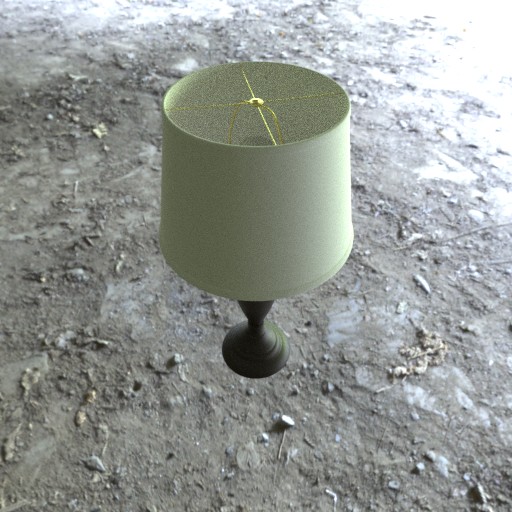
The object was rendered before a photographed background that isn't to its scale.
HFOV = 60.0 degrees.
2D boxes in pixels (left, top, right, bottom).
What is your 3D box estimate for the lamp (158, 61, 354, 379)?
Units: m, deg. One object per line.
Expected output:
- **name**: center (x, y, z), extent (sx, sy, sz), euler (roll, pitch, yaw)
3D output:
- **lamp**: center (0.000, 0.000, 0.822), extent (0.335, 0.611, 0.335), euler (0, 45, 0)
